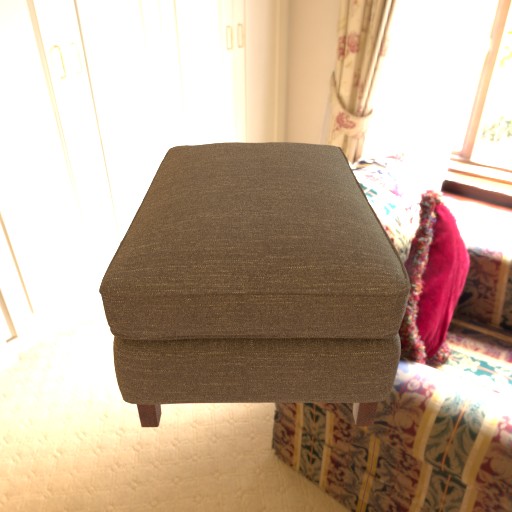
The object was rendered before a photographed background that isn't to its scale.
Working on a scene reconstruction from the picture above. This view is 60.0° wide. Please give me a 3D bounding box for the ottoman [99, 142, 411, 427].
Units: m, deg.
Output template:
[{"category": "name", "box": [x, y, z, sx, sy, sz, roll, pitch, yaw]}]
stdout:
[{"category": "ottoman", "box": [0.000, 0.000, 0.997, 0.508, 0.406, 0.686, 0, 32, 0]}]
